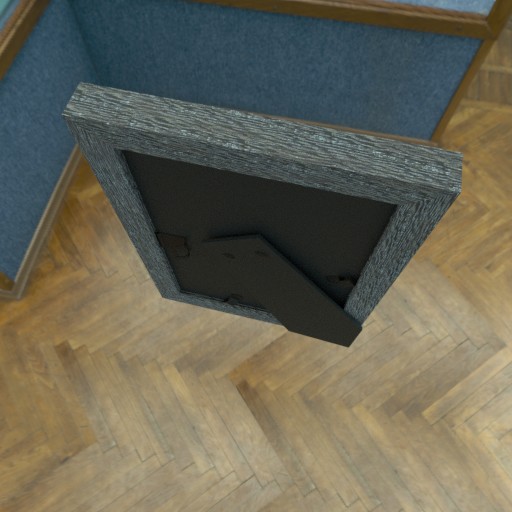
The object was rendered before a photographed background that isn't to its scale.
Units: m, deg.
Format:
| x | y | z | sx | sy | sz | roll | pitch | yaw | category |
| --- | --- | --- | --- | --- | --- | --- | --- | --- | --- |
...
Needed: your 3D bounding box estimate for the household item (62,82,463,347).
| x | y | z | sx | sy | sz | roll | pitch | yaw | category |
| --- | --- | --- | --- | --- | --- | --- | --- | --- | --- |
| 0.000 | 0.000 | 0.227 | 0.133 | 0.180 | 0.020 | 12 | 65 | 6 | household item |
